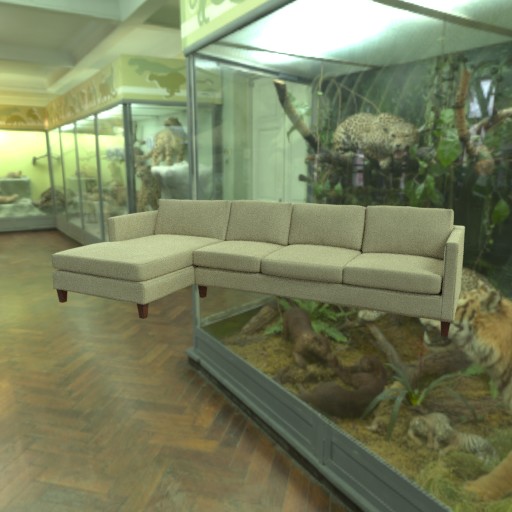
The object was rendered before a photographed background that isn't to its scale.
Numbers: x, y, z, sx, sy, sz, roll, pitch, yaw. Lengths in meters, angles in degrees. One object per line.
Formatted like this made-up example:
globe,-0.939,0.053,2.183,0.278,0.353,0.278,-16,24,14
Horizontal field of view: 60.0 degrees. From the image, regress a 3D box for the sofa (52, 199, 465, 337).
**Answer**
sofa,0.000,0.000,3.808,3.186,0.846,1.625,6,13,26
